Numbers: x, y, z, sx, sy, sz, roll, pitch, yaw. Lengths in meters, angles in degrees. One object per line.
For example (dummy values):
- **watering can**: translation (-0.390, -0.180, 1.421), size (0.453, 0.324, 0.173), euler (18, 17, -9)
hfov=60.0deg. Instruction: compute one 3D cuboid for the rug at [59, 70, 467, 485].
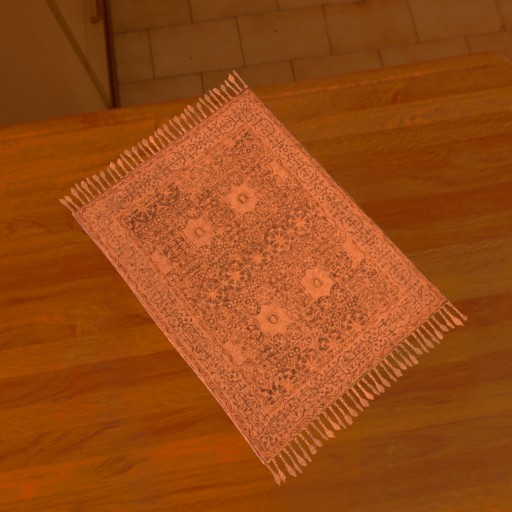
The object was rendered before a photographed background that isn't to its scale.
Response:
- **rug**: translation (0.000, 0.000, 3.018), size (1.619, 0.023, 2.465), euler (-39, 79, -9)
